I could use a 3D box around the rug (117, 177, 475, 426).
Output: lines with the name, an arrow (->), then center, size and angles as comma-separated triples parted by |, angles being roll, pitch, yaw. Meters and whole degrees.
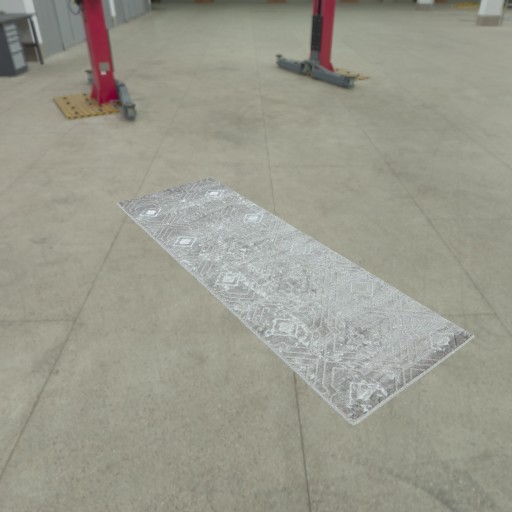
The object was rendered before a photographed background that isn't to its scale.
rug -> 0.000, 0.000, 2.705 | 0.832, 0.035, 2.381 | -22, 39, -30
